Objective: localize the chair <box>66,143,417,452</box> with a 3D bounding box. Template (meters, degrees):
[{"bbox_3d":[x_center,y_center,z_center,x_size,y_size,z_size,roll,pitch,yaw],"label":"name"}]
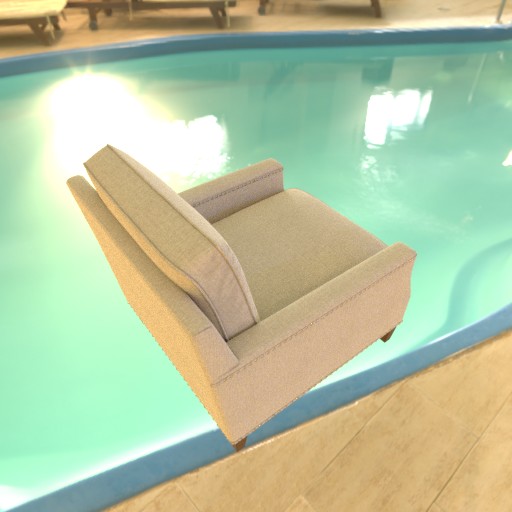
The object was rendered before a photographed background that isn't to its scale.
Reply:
[{"bbox_3d":[0.000,0.000,1.721,1.014,0.943,0.853,-27,49,-27],"label":"chair"}]
